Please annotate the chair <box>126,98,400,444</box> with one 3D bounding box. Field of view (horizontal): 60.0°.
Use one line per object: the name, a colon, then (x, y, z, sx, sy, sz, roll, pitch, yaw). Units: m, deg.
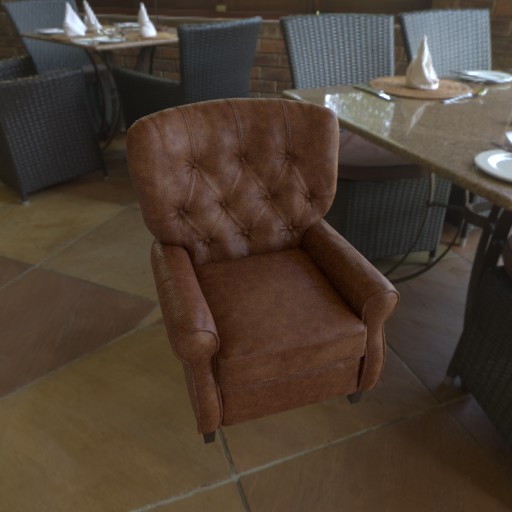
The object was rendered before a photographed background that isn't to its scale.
chair: (0.000, 0.000, 1.948, 0.951, 1.164, 1.059, -9, 33, -15)
